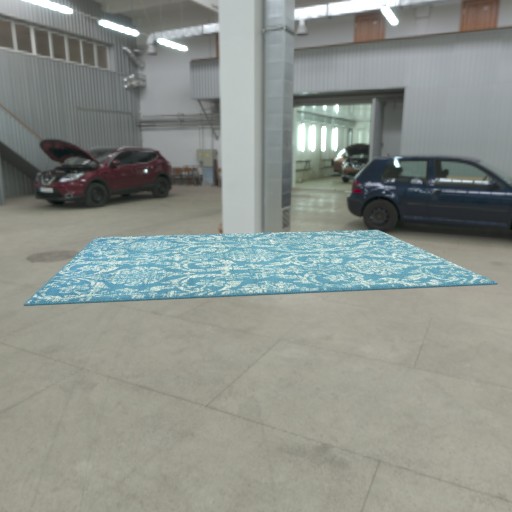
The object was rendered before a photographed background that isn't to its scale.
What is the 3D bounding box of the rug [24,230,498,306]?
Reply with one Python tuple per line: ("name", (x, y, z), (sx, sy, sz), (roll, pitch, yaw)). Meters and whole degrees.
("rug", (0.000, 0.000, 3.407), (2.746, 0.018, 1.816), (-2, 14, -8))
